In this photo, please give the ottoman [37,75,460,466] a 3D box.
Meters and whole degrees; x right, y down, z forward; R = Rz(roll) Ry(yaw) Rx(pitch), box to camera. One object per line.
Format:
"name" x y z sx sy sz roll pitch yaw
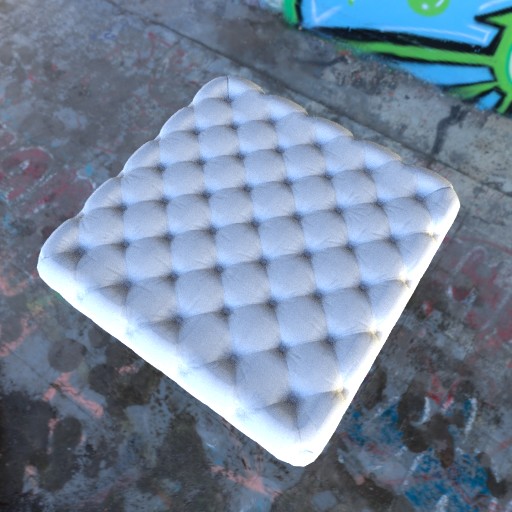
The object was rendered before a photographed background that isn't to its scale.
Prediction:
"ottoman" 0.000 0.000 1.168 0.753 0.376 0.755 32 67 15
